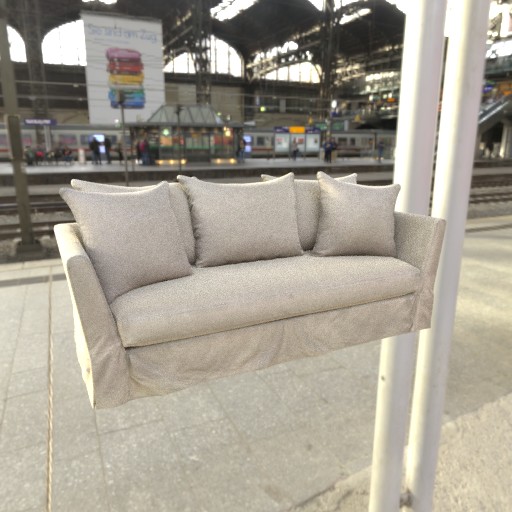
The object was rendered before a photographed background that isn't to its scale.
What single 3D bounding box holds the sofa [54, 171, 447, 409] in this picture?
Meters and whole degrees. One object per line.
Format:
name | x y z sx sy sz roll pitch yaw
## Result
sofa | 0.000 0.000 2.844 2.290 1.034 1.031 -7 16 -26
